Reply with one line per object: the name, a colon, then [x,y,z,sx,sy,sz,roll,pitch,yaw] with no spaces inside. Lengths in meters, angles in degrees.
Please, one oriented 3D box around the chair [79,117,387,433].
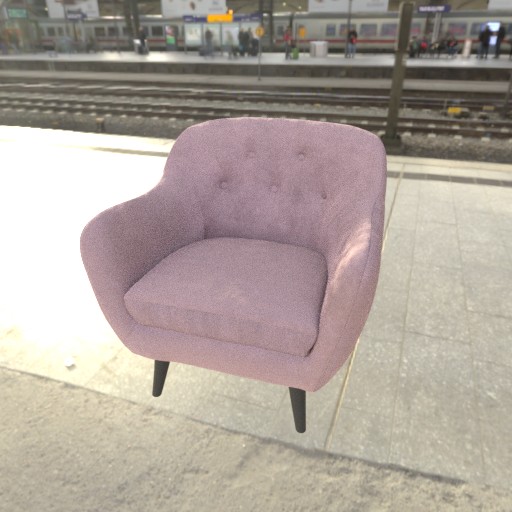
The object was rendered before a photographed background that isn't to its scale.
chair: [0.000,0.000,1.551,0.840,0.820,0.820,8,27,16]
